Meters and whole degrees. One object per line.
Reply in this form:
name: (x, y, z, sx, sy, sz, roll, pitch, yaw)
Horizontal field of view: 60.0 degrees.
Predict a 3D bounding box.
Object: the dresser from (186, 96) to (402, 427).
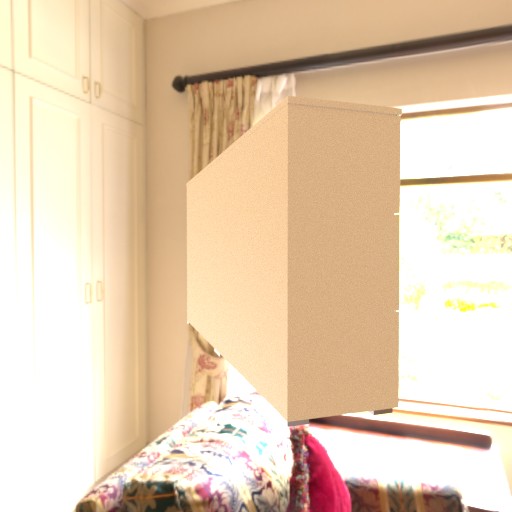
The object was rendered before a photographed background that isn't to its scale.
dresser: (0.000, 0.000, 1.836, 0.333, 0.790, 1.535, 0, 1, -18)
